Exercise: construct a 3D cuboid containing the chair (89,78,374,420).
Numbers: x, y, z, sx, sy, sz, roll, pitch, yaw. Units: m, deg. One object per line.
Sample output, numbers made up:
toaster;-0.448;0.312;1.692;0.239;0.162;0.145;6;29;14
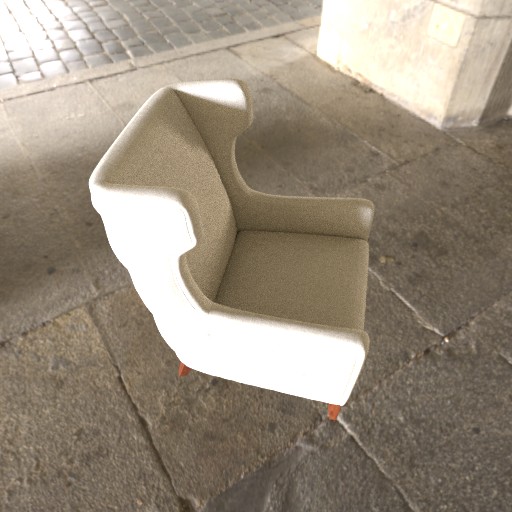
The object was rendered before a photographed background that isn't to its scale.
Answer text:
chair;0.000;0.000;1.725;0.899;1.079;0.778;9;48;8
